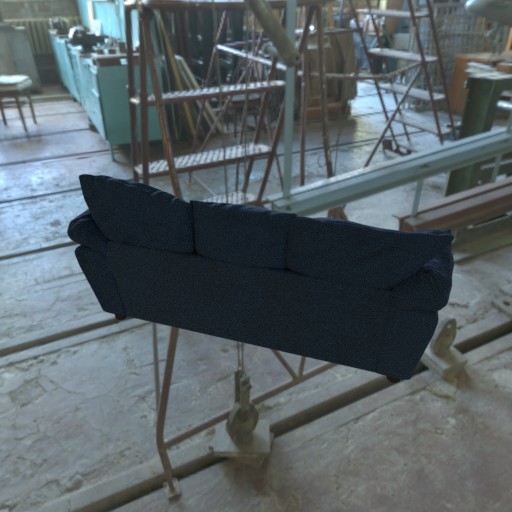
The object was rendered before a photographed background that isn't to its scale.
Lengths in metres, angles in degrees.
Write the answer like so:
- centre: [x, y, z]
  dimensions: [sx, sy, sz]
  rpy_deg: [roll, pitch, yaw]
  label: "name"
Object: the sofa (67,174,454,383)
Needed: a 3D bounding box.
- centre: [0.000, 0.000, 2.934]
  dimensions: [2.390, 1.091, 0.907]
  rpy_deg: [10, 33, 15]
  label: "sofa"
